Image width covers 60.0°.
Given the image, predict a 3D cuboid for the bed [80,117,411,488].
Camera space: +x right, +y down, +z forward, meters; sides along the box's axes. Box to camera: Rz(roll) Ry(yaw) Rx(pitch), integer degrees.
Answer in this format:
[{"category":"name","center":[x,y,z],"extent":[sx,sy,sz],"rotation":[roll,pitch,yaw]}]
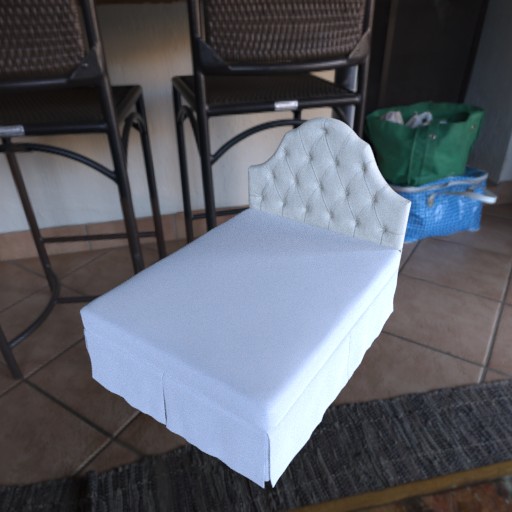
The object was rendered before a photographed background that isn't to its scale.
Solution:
[{"category":"bed","center":[0.000,0.000,3.221],"extent":[1.627,1.575,2.092],"rotation":[19,36,29]}]
